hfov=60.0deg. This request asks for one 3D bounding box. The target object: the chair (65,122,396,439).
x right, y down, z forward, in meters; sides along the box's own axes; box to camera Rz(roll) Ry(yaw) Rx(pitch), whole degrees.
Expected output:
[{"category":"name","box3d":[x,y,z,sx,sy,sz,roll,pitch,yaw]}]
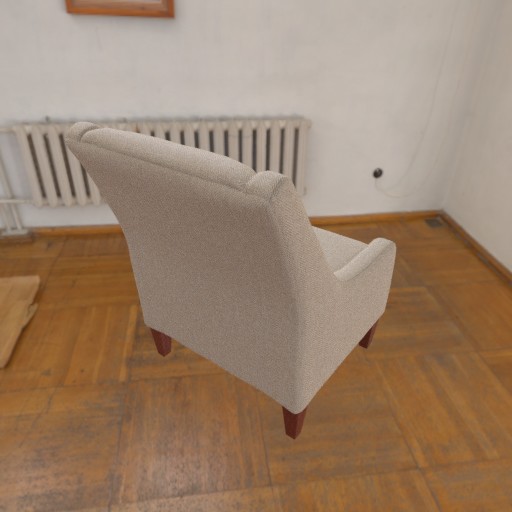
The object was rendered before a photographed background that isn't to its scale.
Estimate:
[{"category":"chair","box3d":[0.000,0.000,1.622,0.774,1.014,0.870,22,37,31]}]
